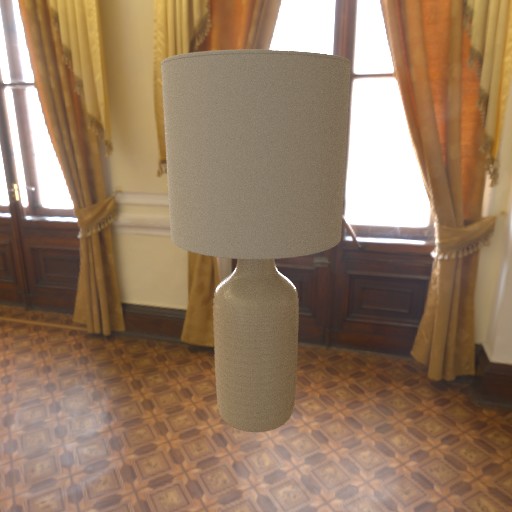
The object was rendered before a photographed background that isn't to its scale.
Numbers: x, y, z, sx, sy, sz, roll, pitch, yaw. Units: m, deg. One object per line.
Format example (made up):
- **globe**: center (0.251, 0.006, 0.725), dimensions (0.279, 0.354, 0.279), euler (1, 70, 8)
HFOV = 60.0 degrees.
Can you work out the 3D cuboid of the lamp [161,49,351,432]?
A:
- **lamp**: center (0.000, 0.000, 0.594), dimensions (0.220, 0.475, 0.220), euler (9, 19, 27)
